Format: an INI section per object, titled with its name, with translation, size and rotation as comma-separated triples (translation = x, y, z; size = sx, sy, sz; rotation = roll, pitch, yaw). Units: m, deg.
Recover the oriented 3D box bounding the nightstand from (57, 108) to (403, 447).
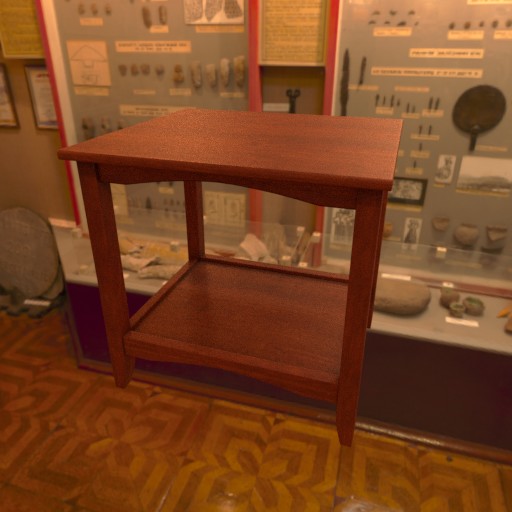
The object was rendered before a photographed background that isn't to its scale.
[nightstand]
translation = 0.000, 0.000, 1.020
size = 0.558, 0.558, 0.501
rotation = 8, 28, 16
